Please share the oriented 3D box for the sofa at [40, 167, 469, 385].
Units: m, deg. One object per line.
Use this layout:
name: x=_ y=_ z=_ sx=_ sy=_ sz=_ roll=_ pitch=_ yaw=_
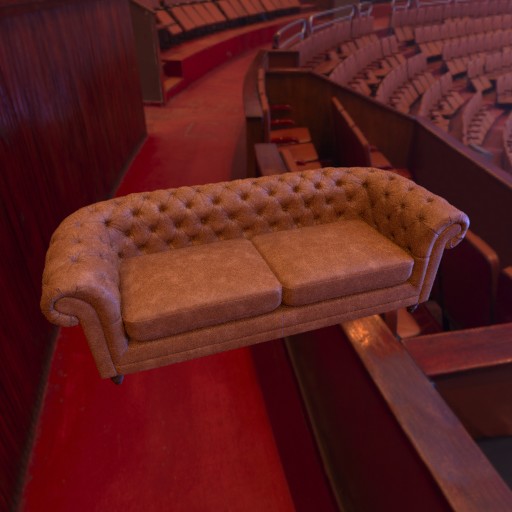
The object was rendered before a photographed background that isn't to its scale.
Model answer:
sofa: x=0.000 y=0.000 z=2.811 sx=2.365 sy=0.760 sz=0.989 roll=-10 pitch=34 yaw=-16
